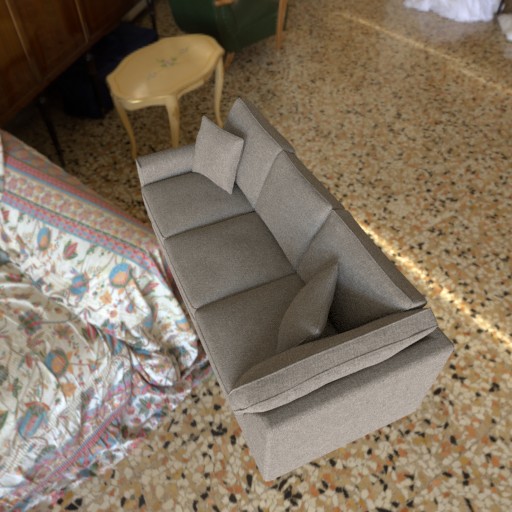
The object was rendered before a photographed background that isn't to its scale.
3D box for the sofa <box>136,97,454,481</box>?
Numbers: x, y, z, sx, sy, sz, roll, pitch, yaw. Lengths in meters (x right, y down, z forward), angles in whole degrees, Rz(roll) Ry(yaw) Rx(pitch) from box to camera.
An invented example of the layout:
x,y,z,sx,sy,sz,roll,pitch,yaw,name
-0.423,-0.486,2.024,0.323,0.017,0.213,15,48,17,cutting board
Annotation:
x,y,z,sx,sy,sz,roll,pitch,yaw,name
0.000,0.000,2.853,1.061,0.962,2.317,-18,50,-16,sofa
